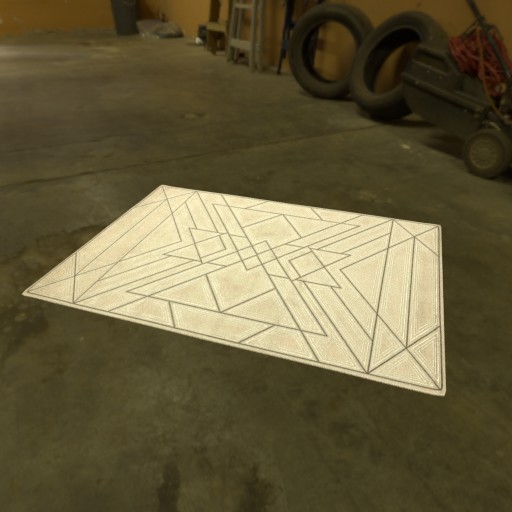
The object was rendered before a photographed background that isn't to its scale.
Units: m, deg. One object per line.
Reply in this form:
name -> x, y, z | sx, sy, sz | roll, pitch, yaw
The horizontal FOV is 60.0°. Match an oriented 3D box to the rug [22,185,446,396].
rug -> 0.000, 0.000, 4.257 | 3.381, 0.026, 2.436 | 10, 34, 16
